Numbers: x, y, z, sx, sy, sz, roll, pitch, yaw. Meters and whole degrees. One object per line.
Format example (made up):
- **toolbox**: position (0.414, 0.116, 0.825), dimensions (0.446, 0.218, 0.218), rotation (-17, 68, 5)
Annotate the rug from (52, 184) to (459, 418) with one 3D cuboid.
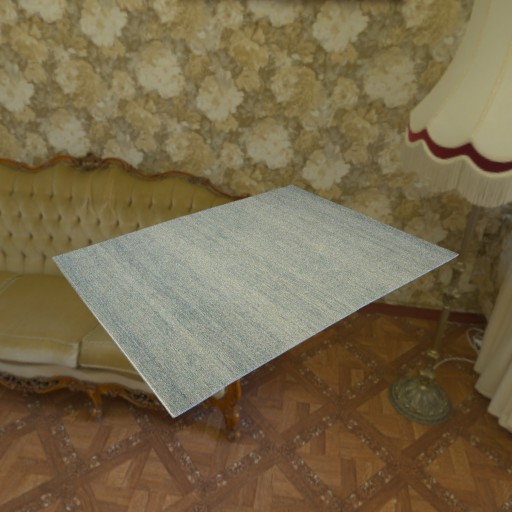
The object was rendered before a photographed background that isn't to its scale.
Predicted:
- **rug**: position (0.000, 0.000, 4.404), dimensions (3.237, 0.046, 2.461), rotation (-22, 36, -32)
